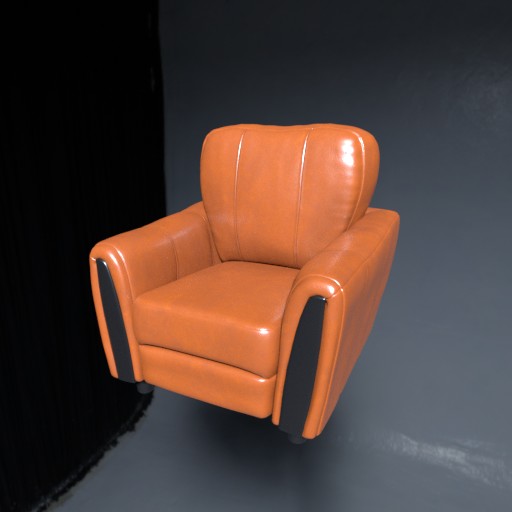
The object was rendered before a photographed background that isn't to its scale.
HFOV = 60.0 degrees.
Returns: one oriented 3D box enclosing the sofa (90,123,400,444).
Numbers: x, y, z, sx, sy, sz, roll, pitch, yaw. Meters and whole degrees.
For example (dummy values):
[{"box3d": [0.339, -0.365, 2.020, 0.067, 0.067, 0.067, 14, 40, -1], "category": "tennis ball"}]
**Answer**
[{"box3d": [0.000, 0.000, 1.525, 0.836, 0.876, 0.789, 8, 18, 25], "category": "sofa"}]
